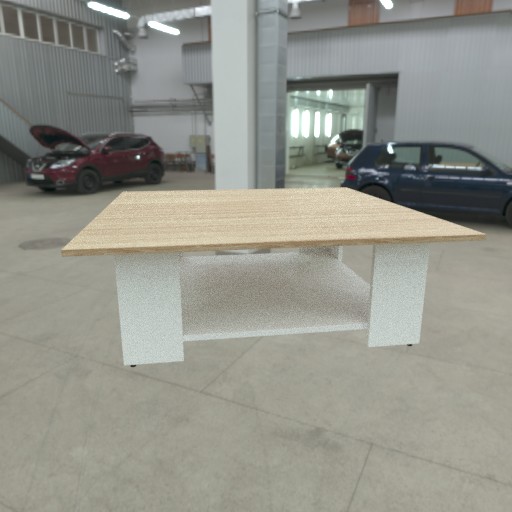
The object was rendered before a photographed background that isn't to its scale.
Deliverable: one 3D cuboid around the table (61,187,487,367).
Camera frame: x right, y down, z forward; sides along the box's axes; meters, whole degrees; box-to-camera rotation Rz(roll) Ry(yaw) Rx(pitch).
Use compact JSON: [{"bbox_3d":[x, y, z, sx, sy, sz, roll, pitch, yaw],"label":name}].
[{"bbox_3d":[0.000,0.000,1.374,0.890,0.305,0.890,-2,16,-8],"label":"table"}]
